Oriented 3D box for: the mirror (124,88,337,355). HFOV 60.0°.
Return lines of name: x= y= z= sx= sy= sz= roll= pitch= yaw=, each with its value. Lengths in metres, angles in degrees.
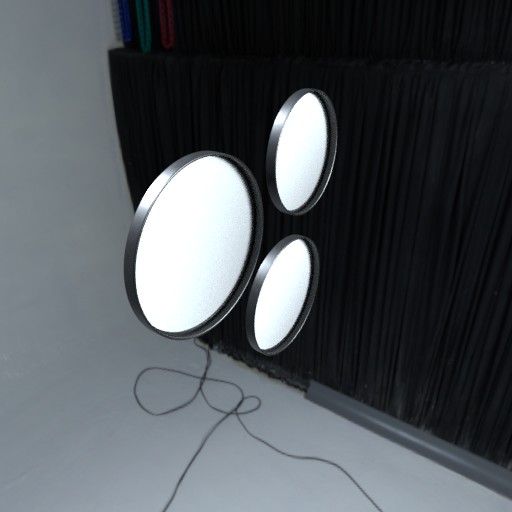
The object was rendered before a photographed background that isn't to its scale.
mirror: x=0.000 y=0.000 z=3.113 sx=0.076 sy=2.096 sz=2.160 roll=18 pitch=32 yaw=31
